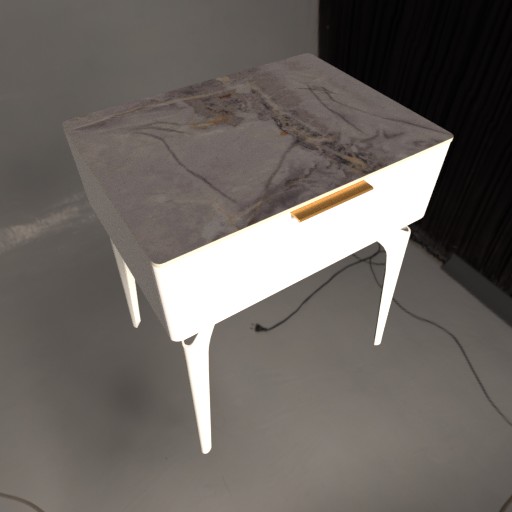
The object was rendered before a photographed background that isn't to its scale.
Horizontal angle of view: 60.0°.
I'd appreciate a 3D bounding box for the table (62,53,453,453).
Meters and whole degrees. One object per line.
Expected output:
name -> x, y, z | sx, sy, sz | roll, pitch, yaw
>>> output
table -> 0.000, 0.000, 0.899 | 0.500, 0.570, 0.400 | -25, 51, -22
